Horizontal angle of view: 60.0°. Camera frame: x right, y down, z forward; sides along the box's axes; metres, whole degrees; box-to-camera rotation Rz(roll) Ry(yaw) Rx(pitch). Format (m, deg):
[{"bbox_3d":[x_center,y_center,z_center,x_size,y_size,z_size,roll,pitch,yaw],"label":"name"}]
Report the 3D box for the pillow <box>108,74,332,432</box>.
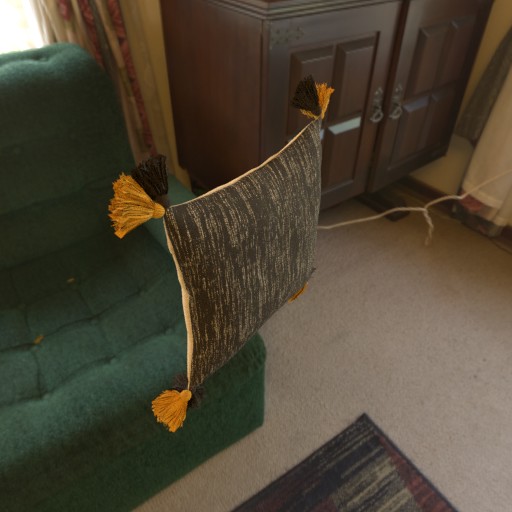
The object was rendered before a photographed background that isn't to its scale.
[{"bbox_3d":[0.000,0.000,0.979,0.139,0.659,0.654,26,46,28],"label":"pillow"}]
